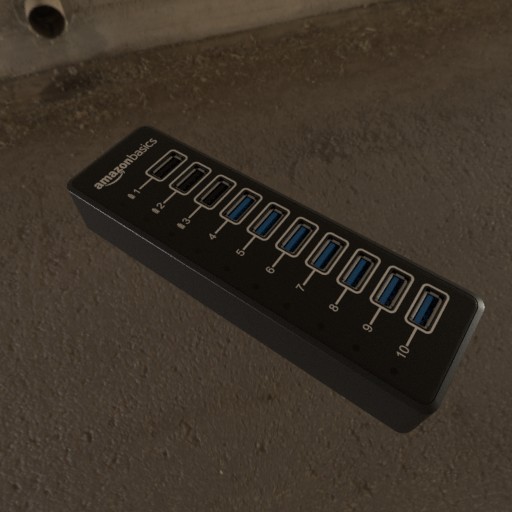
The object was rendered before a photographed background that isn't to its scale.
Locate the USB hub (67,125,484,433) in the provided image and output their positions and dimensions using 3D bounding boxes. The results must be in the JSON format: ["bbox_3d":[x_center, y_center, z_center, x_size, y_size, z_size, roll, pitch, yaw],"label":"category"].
[{"bbox_3d":[0.000,0.000,0.159,0.145,0.023,0.044,30,61,19],"label":"USB hub"}]
